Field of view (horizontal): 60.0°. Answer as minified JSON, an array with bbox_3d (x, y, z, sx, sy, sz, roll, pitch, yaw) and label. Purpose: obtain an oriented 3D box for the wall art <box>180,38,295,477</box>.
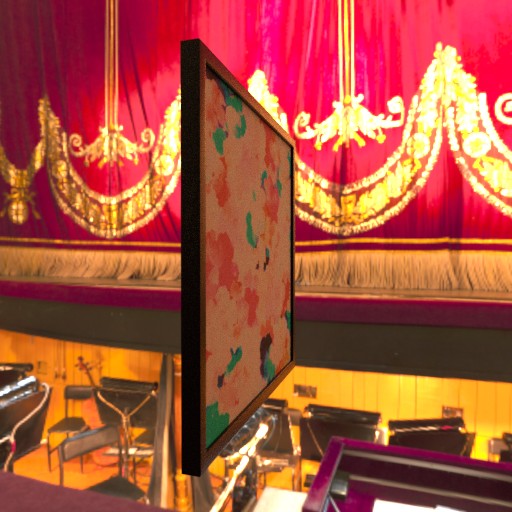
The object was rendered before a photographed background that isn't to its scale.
[{"bbox_3d":[0.000,0.000,1.127,0.036,0.755,0.756,0,1,18],"label":"wall art"}]
